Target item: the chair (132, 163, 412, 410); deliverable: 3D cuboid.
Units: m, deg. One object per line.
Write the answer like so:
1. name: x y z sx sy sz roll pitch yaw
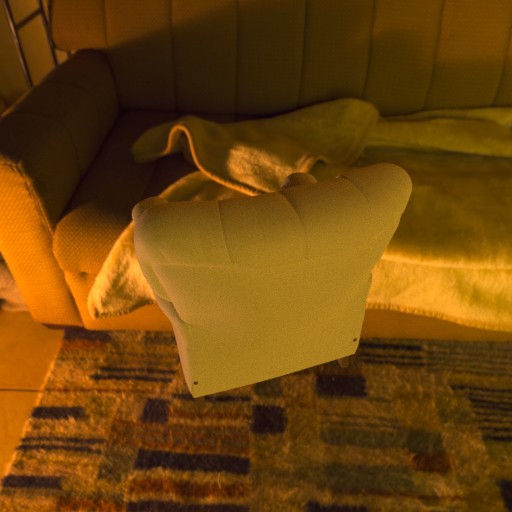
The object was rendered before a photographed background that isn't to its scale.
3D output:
1. chair: 0.000 0.000 2.067 1.035 1.169 1.132 -12 43 -13
